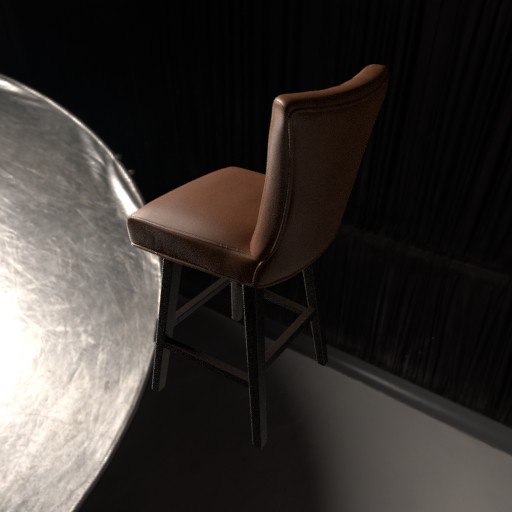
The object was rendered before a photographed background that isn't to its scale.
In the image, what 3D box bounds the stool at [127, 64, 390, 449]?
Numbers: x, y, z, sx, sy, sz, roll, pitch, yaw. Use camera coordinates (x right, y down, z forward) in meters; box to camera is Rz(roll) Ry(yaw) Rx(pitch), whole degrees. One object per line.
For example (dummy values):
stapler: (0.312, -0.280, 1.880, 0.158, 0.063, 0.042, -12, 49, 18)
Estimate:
stool: (0.000, 0.000, 1.386, 0.585, 1.094, 0.522, 20, 37, 29)
